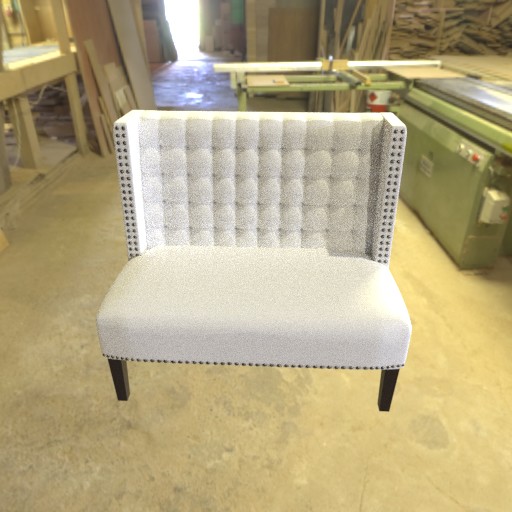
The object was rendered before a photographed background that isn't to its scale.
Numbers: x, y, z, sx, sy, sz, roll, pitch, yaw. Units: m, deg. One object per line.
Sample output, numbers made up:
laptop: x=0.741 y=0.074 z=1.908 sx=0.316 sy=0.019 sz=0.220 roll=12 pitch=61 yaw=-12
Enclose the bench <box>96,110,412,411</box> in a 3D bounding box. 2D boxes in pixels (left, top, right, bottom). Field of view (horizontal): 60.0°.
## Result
bench: x=0.000 y=0.000 z=2.028 sx=1.280 sy=1.123 sz=0.847 roll=1 pitch=29 yaw=3
